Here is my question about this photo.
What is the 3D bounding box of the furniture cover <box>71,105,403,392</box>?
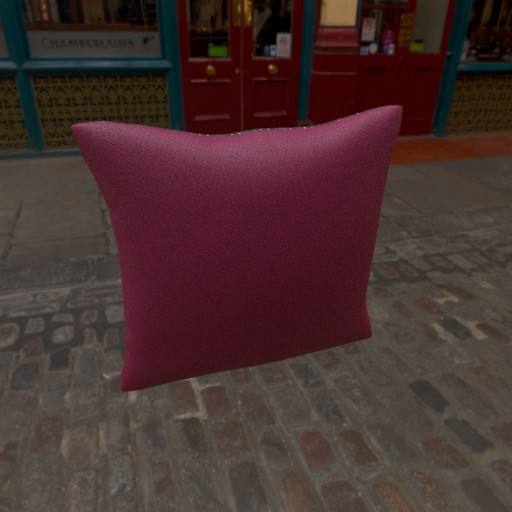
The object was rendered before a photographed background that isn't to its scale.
[{"bbox_3d":[0.000,0.000,0.818,0.552,0.509,0.193,-8,28,-16],"label":"furniture cover"}]
